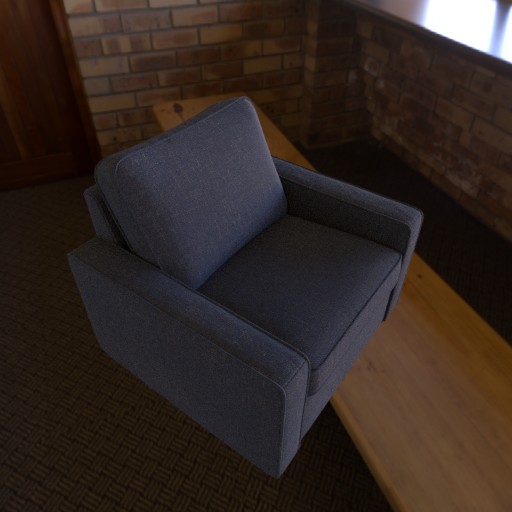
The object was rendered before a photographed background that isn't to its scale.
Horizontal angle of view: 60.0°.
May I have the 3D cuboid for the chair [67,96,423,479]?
[{"bbox_3d":[0.000,0.000,1.702,0.940,0.919,1.017,26,48,26],"label":"chair"}]
